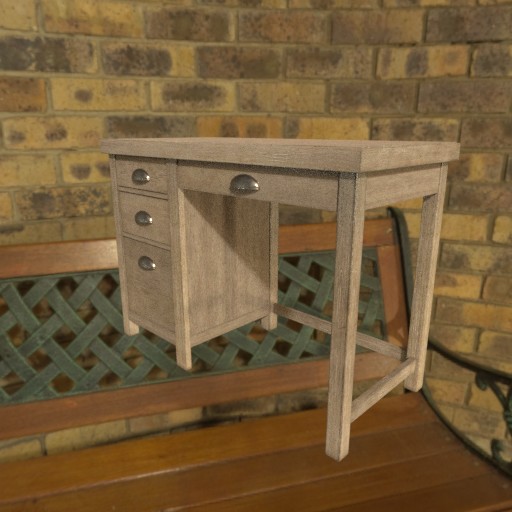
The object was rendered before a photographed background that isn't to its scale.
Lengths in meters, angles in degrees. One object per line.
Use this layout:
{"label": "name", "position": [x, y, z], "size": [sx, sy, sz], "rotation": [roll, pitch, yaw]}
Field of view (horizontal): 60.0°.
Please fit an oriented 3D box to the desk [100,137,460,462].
{"label": "desk", "position": [0.000, 0.000, 1.806], "size": [1.289, 0.912, 0.610], "rotation": [15, 22, 42]}
